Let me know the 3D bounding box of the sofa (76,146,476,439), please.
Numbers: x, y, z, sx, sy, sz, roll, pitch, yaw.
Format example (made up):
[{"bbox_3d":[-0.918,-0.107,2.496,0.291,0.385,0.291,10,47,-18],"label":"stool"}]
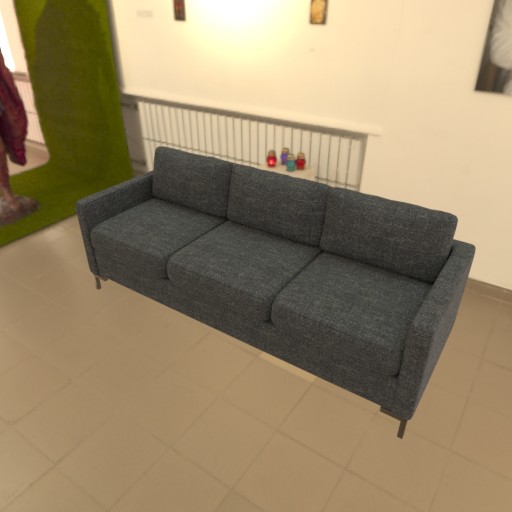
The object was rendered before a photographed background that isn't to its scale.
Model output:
[{"bbox_3d":[0.000,0.000,2.652,2.218,0.874,0.859,19,36,29],"label":"sofa"}]
